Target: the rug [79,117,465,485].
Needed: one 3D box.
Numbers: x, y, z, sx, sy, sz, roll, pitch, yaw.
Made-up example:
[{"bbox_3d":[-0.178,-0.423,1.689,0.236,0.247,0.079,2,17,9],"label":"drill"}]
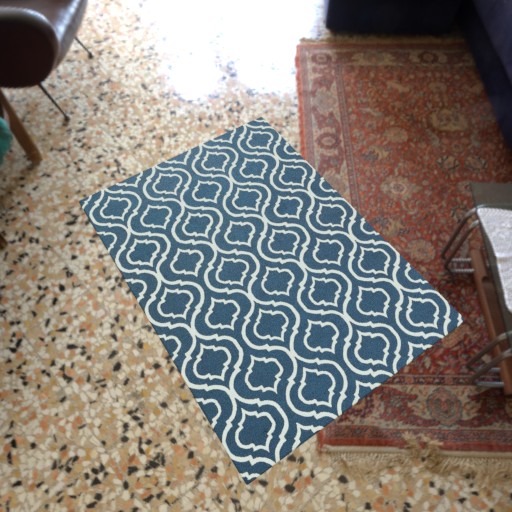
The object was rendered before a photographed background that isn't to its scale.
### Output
[{"bbox_3d":[0.000,0.000,4.486,2.438,0.010,3.353,-30,63,-17],"label":"rug"}]
